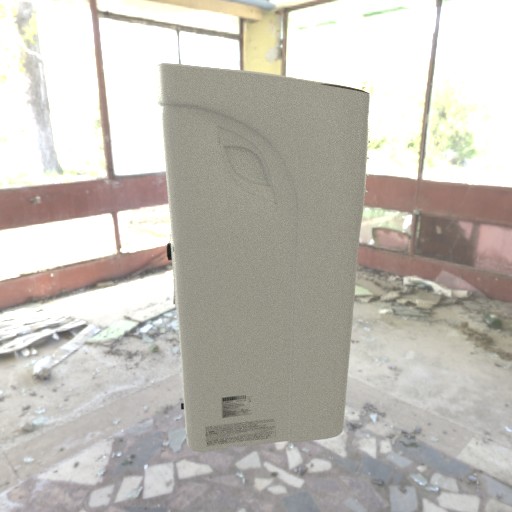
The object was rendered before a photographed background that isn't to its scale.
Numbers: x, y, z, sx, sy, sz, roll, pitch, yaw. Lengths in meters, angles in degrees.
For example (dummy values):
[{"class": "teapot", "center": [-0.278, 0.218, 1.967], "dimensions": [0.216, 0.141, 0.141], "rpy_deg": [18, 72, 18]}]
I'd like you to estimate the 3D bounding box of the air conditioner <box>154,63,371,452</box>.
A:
[{"class": "air conditioner", "center": [0.000, 0.000, 0.923], "dimensions": [0.369, 0.716, 0.352], "rpy_deg": [-3, 17, -9]}]
